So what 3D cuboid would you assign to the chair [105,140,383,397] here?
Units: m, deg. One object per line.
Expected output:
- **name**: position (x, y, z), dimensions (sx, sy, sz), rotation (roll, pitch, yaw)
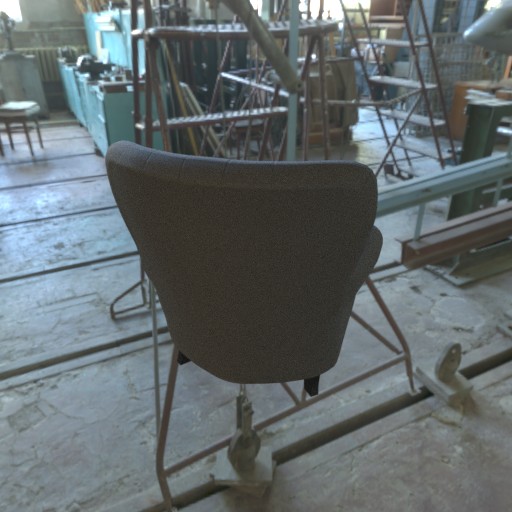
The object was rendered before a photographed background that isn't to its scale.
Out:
- **chair**: position (0.000, 0.000, 1.842), dimensions (0.983, 1.046, 0.983), rotation (9, 30, 16)
